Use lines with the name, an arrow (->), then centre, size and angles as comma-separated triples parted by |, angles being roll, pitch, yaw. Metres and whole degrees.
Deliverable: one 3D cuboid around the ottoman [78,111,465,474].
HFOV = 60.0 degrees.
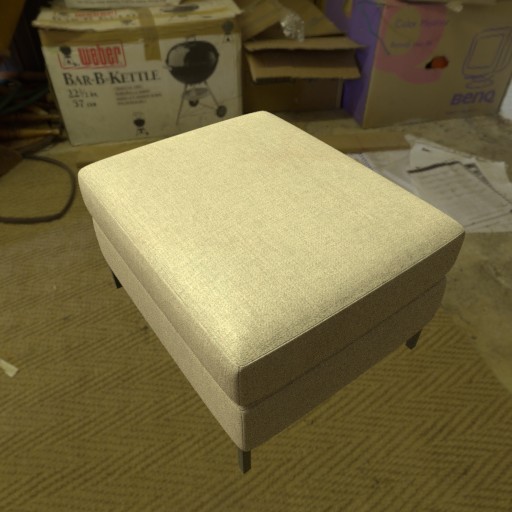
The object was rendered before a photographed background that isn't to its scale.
ottoman -> 0.000, 0.000, 1.240 | 0.671, 0.490, 0.820 | -26, 48, -26
